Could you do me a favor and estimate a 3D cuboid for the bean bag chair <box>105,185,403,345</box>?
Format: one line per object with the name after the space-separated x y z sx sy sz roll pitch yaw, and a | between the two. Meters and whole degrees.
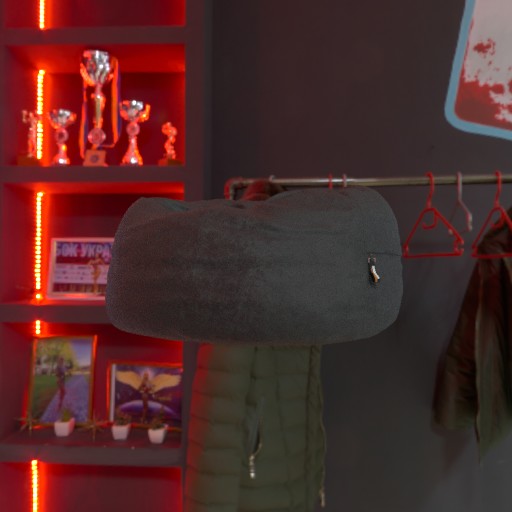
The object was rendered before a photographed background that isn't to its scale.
0.000 0.000 2.406 1.525 0.751 1.525 0 -1 0 | bean bag chair
